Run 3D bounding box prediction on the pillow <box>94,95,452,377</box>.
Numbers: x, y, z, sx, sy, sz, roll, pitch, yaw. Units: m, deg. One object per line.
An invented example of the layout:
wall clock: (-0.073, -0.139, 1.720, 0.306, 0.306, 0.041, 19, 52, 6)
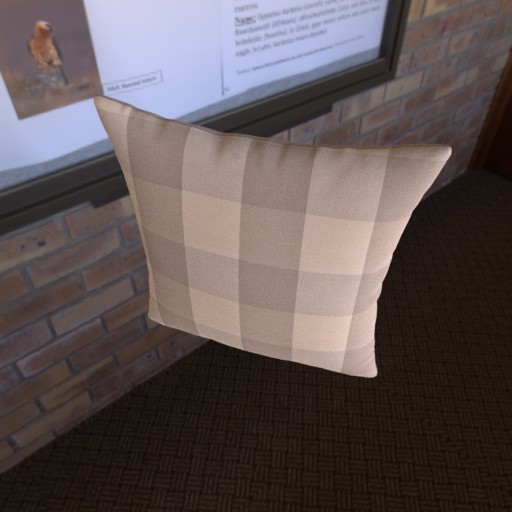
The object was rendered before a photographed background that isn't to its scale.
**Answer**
pillow: (0.000, 0.000, 0.776, 0.511, 0.509, 0.161, 12, 44, 13)
